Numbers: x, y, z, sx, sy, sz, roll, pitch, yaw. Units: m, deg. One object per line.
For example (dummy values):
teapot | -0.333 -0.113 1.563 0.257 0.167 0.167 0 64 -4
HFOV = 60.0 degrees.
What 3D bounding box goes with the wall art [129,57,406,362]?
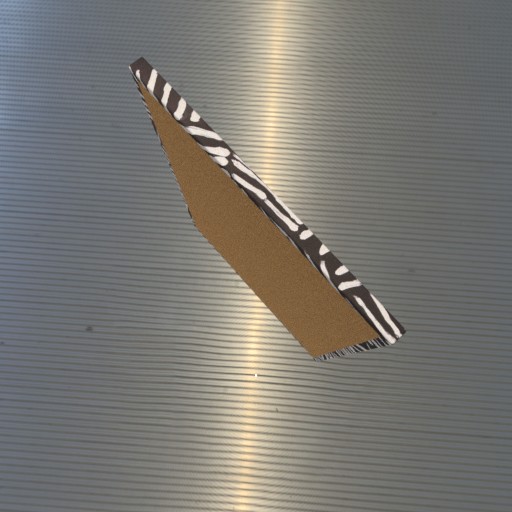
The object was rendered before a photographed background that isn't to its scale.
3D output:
wall art | 0.000 0.000 1.343 0.038 1.017 0.765 -41 79 -10
